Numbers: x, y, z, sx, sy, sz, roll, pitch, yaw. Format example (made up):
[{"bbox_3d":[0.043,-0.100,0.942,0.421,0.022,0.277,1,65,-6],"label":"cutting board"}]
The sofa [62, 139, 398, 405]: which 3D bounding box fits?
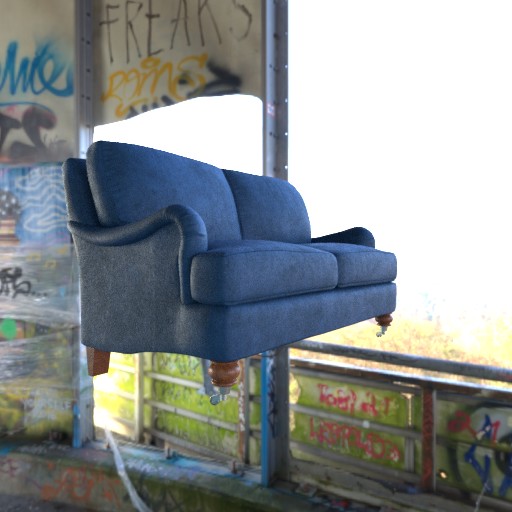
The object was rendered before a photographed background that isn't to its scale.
[{"bbox_3d":[0.000,0.000,2.550,1.084,1.101,1.853,0,0,36],"label":"sofa"}]
